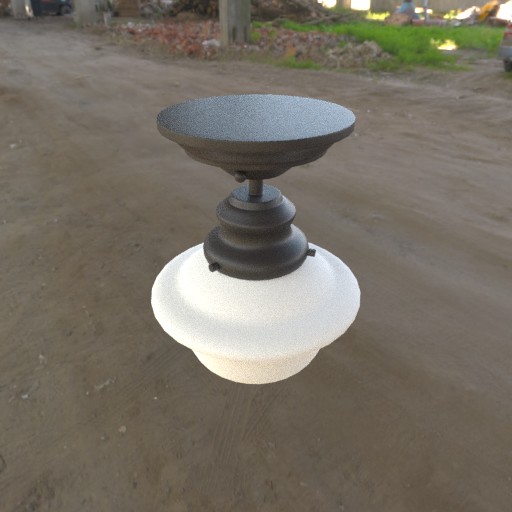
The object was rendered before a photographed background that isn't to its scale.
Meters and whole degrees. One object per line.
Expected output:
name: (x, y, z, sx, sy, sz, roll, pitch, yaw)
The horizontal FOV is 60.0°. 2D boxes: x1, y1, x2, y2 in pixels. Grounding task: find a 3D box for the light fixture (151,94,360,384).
light fixture: (0.000, 0.000, 0.405, 0.197, 0.254, 0.197, 0, 30, 0)
